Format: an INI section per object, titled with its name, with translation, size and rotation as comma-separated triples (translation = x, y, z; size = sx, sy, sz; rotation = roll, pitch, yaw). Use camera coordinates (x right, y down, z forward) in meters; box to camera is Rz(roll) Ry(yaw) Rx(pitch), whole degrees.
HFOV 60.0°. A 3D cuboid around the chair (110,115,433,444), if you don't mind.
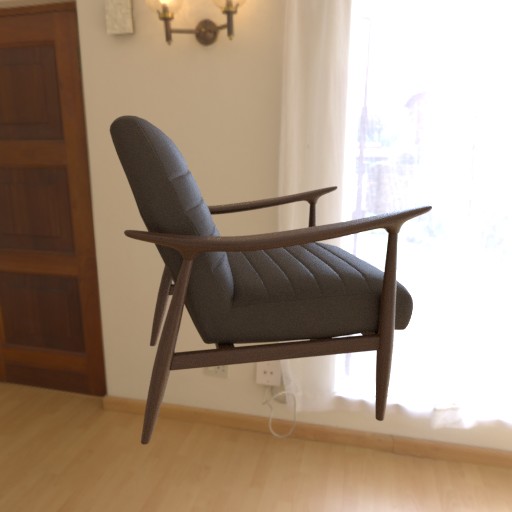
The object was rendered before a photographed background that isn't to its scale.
[chair]
translation = 0.000, 0.000, 1.428
size = 0.798, 0.831, 0.741
rotation = -3, 14, -11
